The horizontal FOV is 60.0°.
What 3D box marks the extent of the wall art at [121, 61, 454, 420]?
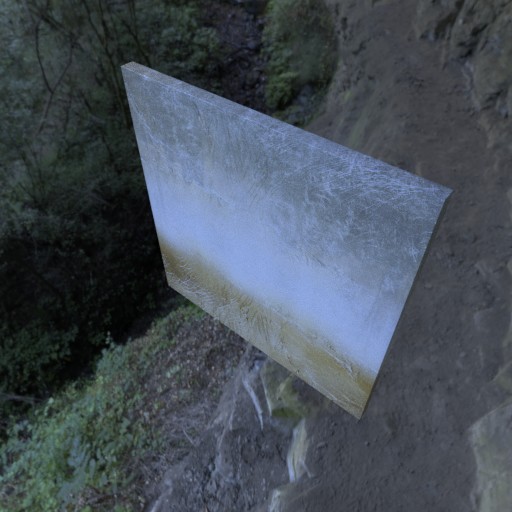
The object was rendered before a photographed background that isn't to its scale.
[{"bbox_3d":[0.000,0.000,1.599,1.092,1.091,0.051,30,53,26],"label":"wall art"}]
